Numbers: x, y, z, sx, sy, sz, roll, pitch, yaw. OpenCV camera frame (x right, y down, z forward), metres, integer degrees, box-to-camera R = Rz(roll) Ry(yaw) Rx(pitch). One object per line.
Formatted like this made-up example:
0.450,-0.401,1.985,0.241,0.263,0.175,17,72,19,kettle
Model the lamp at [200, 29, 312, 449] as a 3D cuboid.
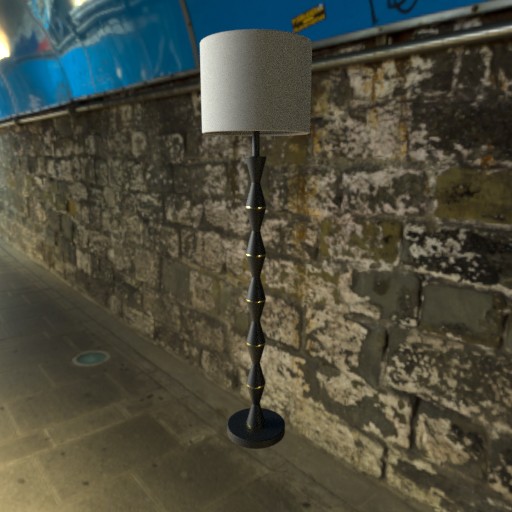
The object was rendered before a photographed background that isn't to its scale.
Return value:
0.000,0.000,1.675,0.381,1.480,0.381,-6,14,-26,lamp
